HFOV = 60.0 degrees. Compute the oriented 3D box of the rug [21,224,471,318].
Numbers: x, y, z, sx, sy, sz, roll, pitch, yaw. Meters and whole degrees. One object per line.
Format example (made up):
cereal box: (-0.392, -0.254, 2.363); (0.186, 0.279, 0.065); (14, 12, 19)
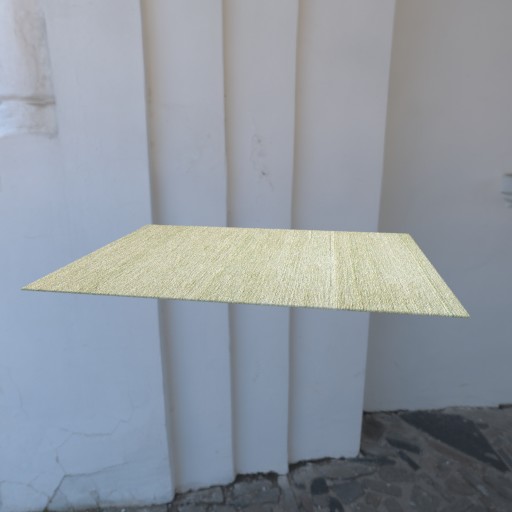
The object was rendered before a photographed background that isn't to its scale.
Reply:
rug: (0.000, 0.000, 4.241); (3.198, 0.016, 2.425); (3, 16, 9)
